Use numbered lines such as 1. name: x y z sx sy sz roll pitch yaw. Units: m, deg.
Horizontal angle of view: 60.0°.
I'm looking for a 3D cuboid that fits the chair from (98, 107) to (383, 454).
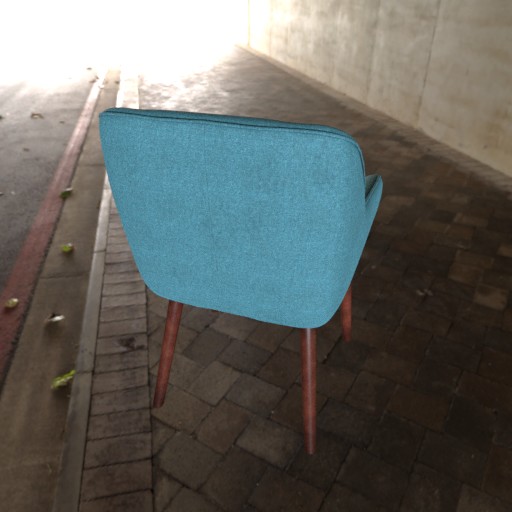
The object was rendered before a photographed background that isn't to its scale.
1. chair: 0.000 0.000 1.119 0.543 0.803 0.519 10 32 16
